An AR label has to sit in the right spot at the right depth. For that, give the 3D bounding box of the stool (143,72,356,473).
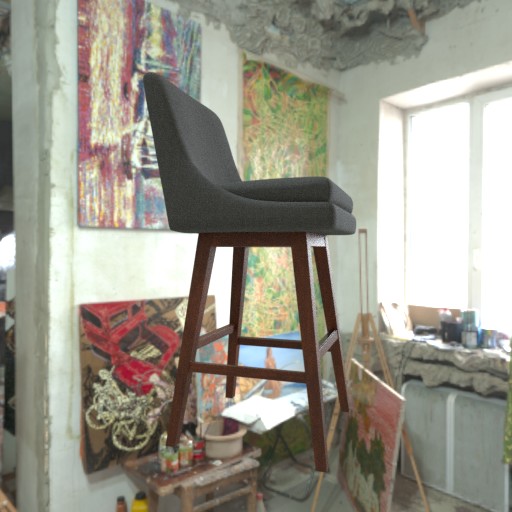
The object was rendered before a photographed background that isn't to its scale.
[{"bbox_3d":[0.000,0.000,1.272,0.524,0.977,0.447,0,1,19],"label":"stool"}]
